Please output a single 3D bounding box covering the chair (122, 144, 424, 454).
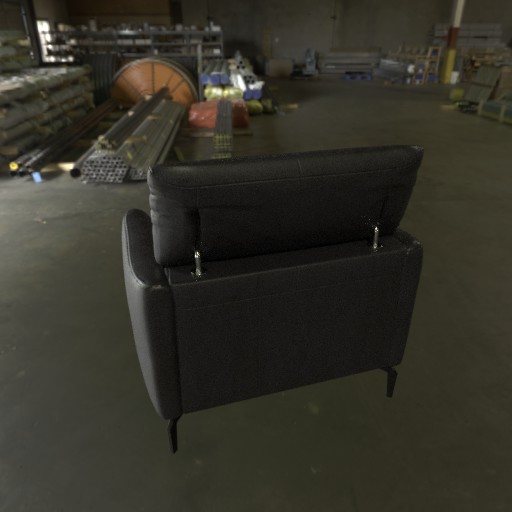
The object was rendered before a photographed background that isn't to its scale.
[{"bbox_3d":[0.000,0.000,1.696,0.976,0.949,0.809,-8,28,-16],"label":"chair"}]
